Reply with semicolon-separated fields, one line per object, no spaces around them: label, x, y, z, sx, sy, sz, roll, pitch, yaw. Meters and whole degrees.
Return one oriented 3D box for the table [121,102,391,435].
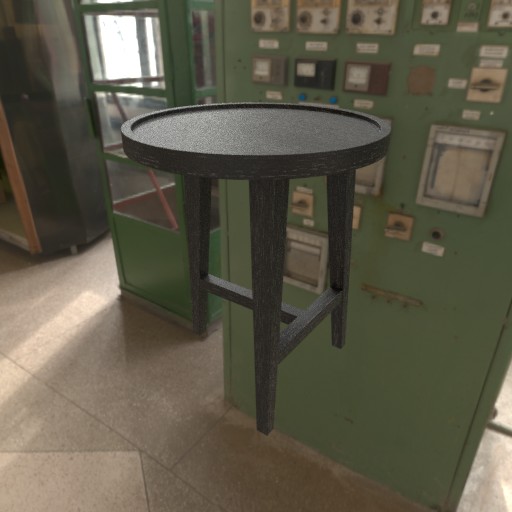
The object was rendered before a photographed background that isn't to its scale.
table;0.000;0.000;0.781;0.399;0.460;0.399;0;27;0
